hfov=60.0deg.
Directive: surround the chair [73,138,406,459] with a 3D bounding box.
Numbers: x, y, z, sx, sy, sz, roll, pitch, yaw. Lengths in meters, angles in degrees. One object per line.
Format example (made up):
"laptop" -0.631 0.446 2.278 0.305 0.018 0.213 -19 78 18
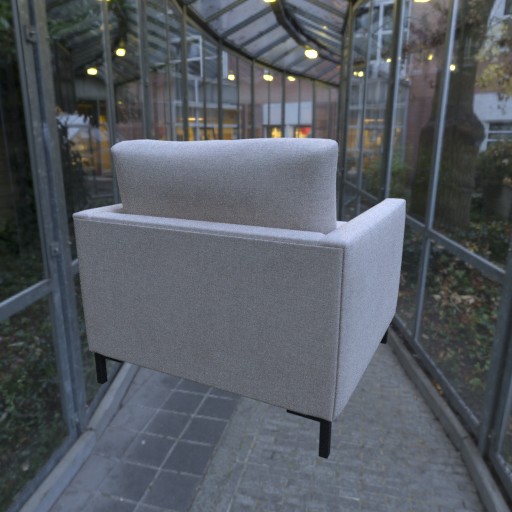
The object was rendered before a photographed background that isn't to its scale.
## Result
"chair" 0.000 0.000 1.672 0.963 0.861 0.866 8 17 26
